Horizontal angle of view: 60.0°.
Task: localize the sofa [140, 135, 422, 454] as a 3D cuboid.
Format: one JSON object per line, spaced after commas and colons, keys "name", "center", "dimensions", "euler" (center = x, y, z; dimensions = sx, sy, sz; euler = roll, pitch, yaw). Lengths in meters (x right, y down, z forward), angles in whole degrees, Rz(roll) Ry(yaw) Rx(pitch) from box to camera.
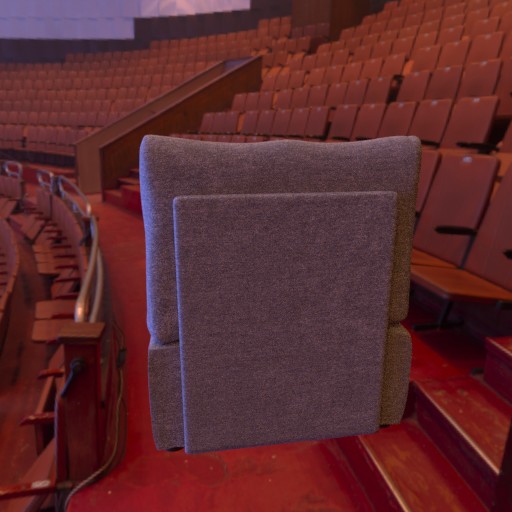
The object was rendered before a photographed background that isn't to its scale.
{"name": "sofa", "center": [0.000, 0.000, 1.555], "dimensions": [0.700, 0.820, 1.000], "euler": [-3, 15, -9]}
